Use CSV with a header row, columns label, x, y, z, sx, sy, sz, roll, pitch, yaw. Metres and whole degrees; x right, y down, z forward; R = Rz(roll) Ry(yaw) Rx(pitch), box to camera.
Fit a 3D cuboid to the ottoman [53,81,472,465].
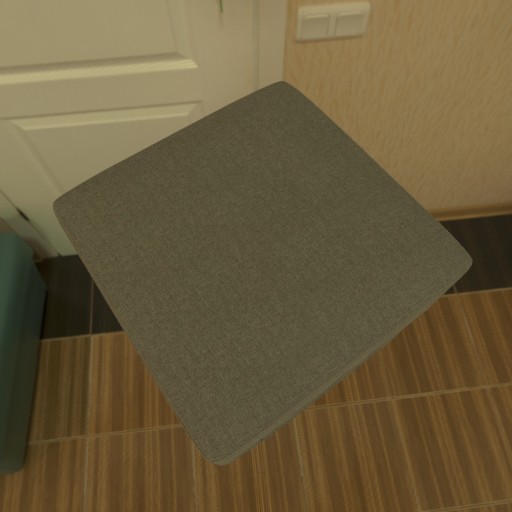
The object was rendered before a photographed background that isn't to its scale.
label,x,y,z,sx,sy,sz,roll,pitch,yaw
ottoman,0.000,0.000,1.328,0.843,0.436,0.840,-33,68,-15
